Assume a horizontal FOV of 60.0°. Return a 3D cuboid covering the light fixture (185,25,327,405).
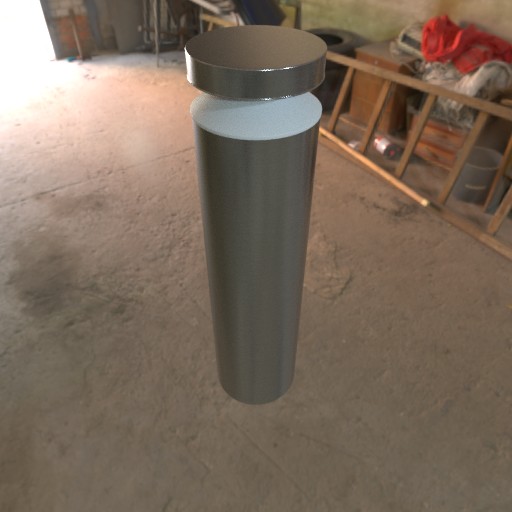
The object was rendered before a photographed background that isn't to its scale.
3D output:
[{"bbox_3d":[0.000,0.000,0.446,0.102,0.400,0.102,12,43,13],"label":"light fixture"}]
